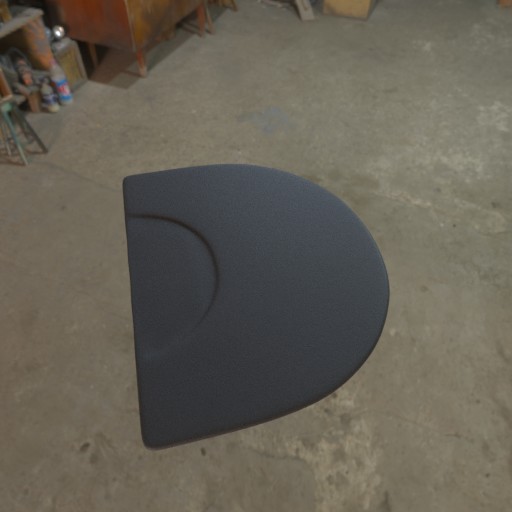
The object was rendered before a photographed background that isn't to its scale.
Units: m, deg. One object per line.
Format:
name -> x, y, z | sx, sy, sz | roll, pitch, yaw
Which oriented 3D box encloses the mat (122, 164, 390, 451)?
mat -> 0.000, 0.000, 1.631 | 0.917, 0.016, 1.220 | -10, 48, -10
